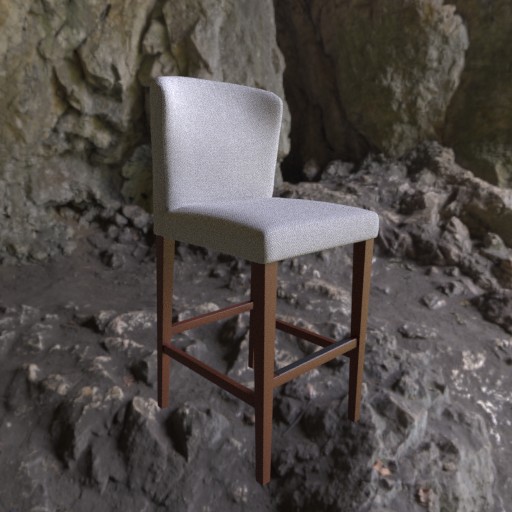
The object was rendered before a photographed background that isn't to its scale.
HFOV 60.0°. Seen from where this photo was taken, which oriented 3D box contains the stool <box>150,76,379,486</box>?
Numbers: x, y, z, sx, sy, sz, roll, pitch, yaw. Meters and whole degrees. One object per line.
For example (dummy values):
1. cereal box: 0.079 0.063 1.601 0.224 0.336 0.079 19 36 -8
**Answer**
1. stool: 0.000 0.000 1.350 0.481 1.069 0.568 -12 18 -42
